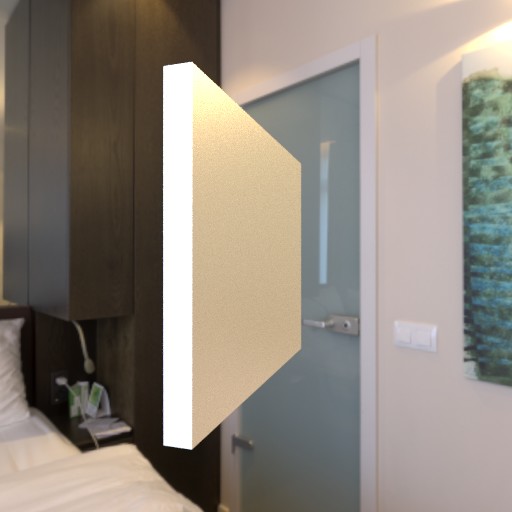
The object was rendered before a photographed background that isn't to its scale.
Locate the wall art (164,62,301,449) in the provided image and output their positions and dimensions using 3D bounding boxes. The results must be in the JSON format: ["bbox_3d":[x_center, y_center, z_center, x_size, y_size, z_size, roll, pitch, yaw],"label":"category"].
[{"bbox_3d":[0.000,0.000,1.430,0.066,0.801,1.056,0,0,18],"label":"wall art"}]
